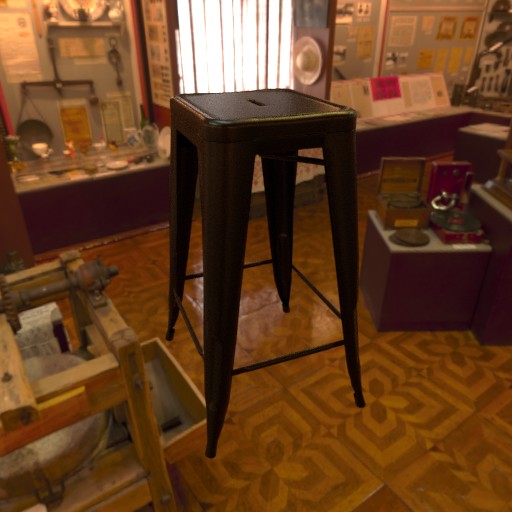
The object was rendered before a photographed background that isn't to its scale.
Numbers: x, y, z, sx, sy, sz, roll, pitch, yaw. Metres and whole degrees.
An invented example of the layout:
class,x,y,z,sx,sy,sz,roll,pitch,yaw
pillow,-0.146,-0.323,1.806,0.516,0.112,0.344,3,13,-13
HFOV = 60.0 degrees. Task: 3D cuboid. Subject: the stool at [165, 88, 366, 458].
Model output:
class,x,y,z,sx,sy,sz,roll,pitch,yaw
stool,0.000,0.000,0.912,0.423,0.609,0.455,-17,33,-29
